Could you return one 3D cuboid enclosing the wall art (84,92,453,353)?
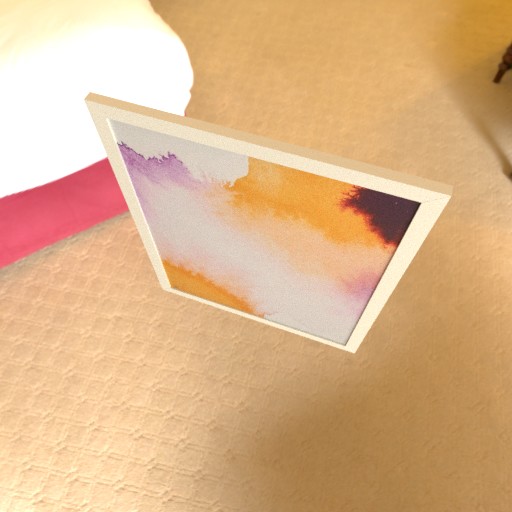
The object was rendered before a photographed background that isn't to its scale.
[{"bbox_3d":[0.000,0.000,0.635,0.382,0.456,0.013,17,61,10],"label":"wall art"}]
